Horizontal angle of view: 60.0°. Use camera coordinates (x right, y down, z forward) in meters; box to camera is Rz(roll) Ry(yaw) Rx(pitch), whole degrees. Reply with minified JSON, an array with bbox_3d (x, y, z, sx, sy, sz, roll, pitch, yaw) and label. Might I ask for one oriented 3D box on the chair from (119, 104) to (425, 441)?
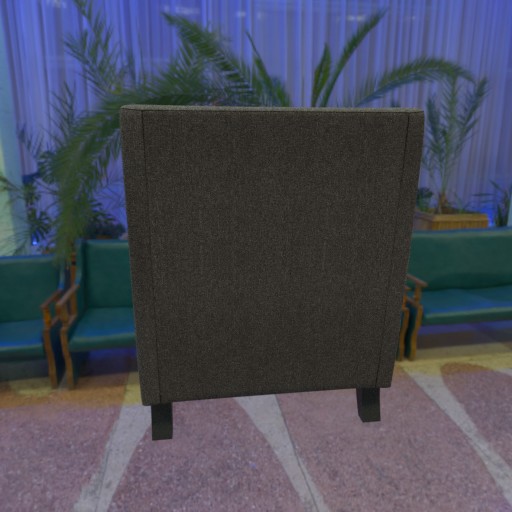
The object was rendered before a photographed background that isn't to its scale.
[{"bbox_3d":[0.000,0.000,1.596,0.776,0.967,0.884,-2,14,-7],"label":"chair"}]
